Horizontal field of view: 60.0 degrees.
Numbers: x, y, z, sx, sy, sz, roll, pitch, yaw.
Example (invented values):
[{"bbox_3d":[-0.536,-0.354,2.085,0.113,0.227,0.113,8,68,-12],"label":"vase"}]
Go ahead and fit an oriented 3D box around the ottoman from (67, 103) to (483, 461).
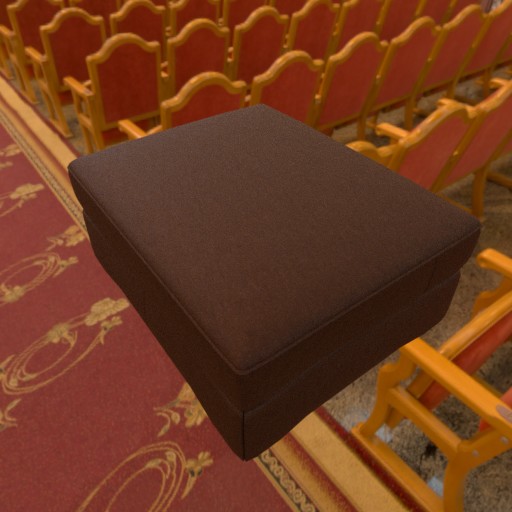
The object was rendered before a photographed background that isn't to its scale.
[{"bbox_3d":[0.000,0.000,1.749,0.967,0.730,1.187,-26,47,-26],"label":"ottoman"}]
